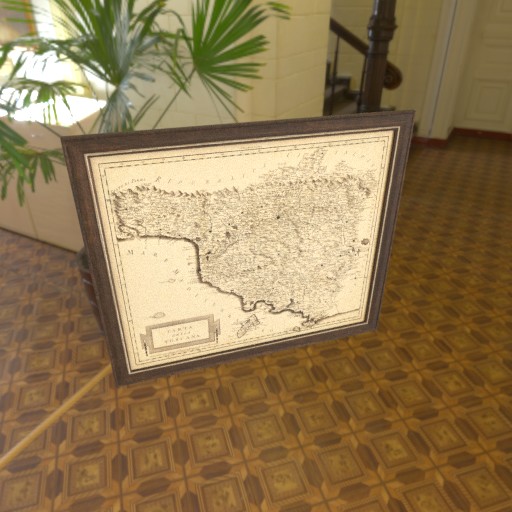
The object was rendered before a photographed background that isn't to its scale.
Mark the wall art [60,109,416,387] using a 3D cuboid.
[{"bbox_3d":[0.000,0.000,1.473,1.033,0.875,0.023,-9,32,-15],"label":"wall art"}]
